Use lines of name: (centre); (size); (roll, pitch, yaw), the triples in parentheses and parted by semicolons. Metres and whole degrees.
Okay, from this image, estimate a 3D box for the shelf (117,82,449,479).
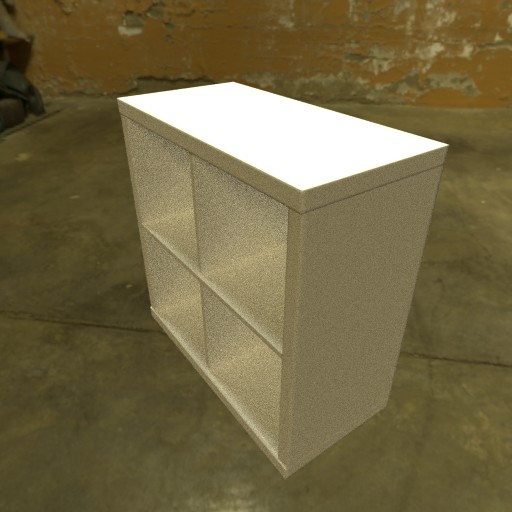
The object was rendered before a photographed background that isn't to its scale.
shelf: (0.000, 0.000, 1.277); (0.390, 0.786, 0.790); (-21, 38, -30)
